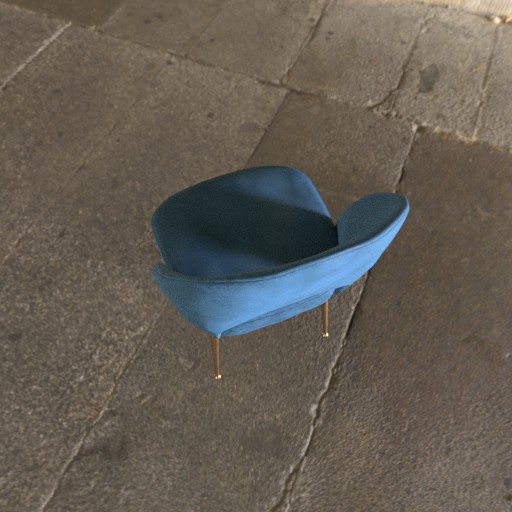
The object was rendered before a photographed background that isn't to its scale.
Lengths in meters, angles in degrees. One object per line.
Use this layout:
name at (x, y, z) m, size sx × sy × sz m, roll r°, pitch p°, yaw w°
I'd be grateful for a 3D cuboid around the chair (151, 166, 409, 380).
chair at (0.000, 0.000, 1.194) m, size 0.527 × 0.860 × 0.577 m, roll -19°, pitch 61°, yaw -11°
